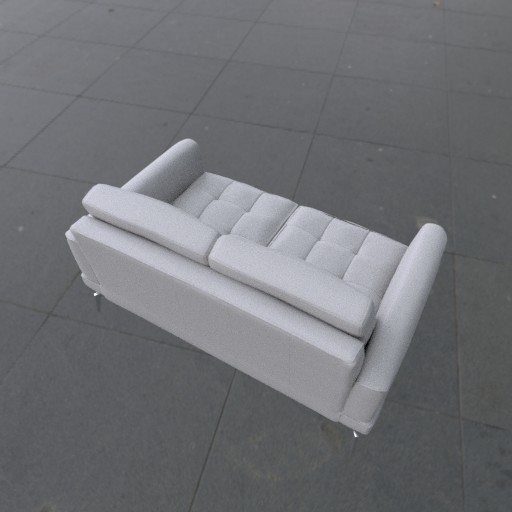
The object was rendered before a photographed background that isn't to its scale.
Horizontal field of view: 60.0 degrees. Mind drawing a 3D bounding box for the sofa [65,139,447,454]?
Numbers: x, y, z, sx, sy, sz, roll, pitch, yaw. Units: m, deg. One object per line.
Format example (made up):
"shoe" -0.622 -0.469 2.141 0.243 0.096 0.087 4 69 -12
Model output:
"sofa" 0.000 0.000 2.468 1.819 0.930 1.121 23 52 20
